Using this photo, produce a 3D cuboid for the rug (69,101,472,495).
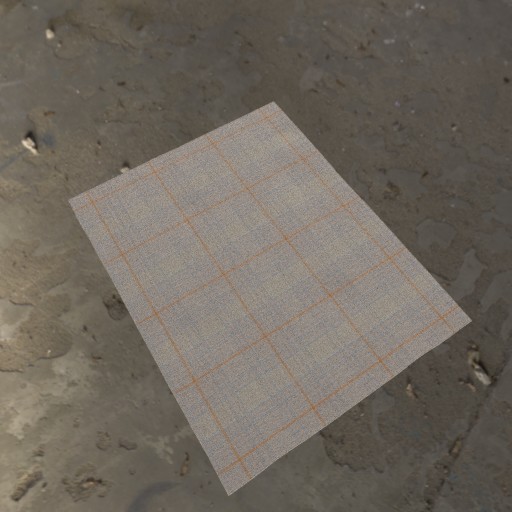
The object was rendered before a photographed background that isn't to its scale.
[{"bbox_3d":[0.000,0.000,4.079,2.448,0.021,3.051,-30,67,-14],"label":"rug"}]
